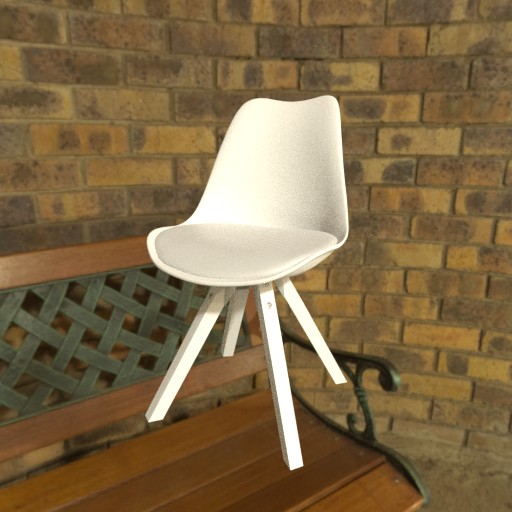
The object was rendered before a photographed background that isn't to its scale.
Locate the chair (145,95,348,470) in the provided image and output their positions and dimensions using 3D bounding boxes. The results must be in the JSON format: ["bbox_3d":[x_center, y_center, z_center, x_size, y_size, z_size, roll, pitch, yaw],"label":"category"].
[{"bbox_3d":[0.000,0.000,1.200,0.485,0.850,0.550,7,17,25],"label":"chair"}]
